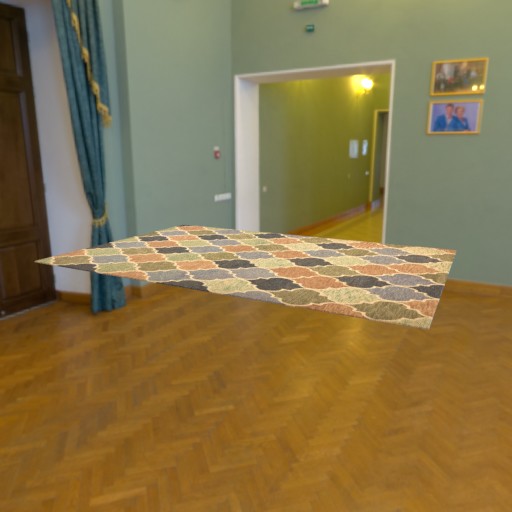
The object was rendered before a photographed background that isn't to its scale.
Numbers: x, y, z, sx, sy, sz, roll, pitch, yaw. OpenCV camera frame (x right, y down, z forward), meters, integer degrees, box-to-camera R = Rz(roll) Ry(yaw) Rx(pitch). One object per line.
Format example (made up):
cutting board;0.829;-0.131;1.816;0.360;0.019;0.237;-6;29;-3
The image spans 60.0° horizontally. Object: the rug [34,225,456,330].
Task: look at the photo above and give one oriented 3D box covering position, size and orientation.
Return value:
rug;0.000;0.000;2.298;1.828;0.006;1.216;7;15;27
